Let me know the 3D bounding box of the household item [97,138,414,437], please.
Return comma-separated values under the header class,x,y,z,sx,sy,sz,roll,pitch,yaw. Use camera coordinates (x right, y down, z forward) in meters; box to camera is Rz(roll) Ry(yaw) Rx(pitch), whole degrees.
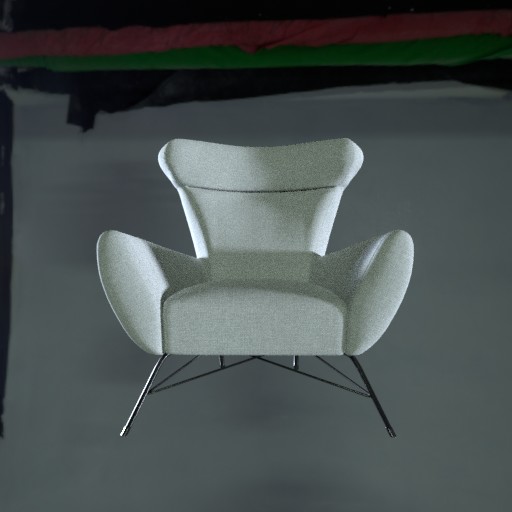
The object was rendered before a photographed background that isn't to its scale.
class,x,y,z,sx,sy,sz,roll,pitch,yaw
household item,0.000,0.000,1.741,0.980,1.050,0.900,0,1,1
